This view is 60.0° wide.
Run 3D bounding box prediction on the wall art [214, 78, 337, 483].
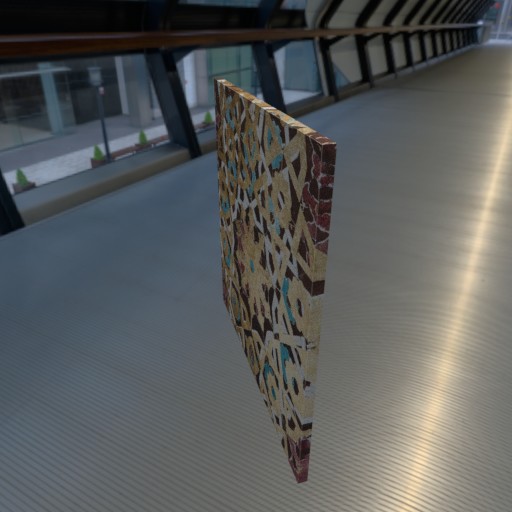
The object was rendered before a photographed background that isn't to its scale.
[{"bbox_3d":[0.000,0.000,1.131,0.028,0.762,0.757,-8,30,-14],"label":"wall art"}]
